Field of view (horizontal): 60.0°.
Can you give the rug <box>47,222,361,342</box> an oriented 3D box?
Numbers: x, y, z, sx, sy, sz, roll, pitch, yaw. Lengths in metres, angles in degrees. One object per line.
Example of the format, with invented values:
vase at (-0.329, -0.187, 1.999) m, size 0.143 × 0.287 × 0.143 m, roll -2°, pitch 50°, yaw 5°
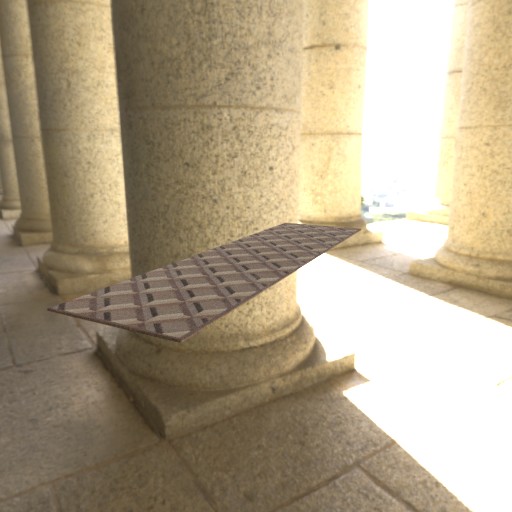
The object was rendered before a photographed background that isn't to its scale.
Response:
rug at (0.000, 0.000, 2.721) m, size 0.685 × 0.013 × 2.437 m, roll 7°, pitch 15°, yaw 27°
